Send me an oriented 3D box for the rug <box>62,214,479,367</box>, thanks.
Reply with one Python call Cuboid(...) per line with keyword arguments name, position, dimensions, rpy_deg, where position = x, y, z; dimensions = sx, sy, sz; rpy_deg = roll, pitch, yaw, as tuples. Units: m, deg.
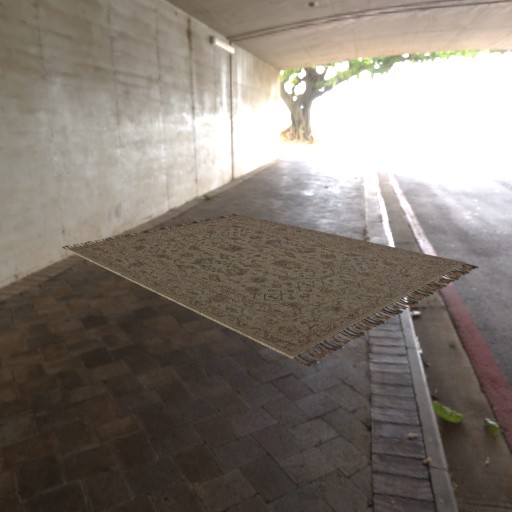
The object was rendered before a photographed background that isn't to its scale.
Cuboid(name="rug", position=(0.000, 0.000, 2.253), dimensions=(1.278, 0.009, 1.726), rpy_deg=(-16, 23, -42))
